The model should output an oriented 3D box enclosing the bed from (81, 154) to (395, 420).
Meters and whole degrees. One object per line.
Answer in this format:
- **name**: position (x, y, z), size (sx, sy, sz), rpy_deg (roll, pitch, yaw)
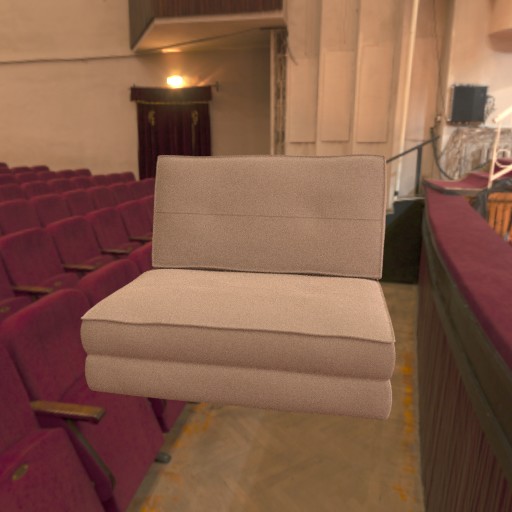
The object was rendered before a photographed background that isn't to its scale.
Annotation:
- **bed**: position (0.000, 0.000, 1.375), size (0.799, 0.614, 0.749), rpy_deg (2, 14, 10)
